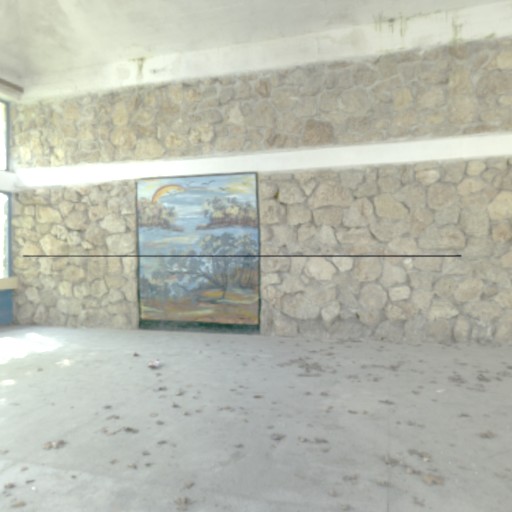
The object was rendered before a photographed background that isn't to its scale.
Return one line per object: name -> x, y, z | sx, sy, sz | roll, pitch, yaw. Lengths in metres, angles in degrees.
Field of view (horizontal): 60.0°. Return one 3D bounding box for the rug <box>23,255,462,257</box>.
rug -> 0.000, 0.000, 3.748 | 2.940, 0.011, 2.053 | 0, 0, 18
